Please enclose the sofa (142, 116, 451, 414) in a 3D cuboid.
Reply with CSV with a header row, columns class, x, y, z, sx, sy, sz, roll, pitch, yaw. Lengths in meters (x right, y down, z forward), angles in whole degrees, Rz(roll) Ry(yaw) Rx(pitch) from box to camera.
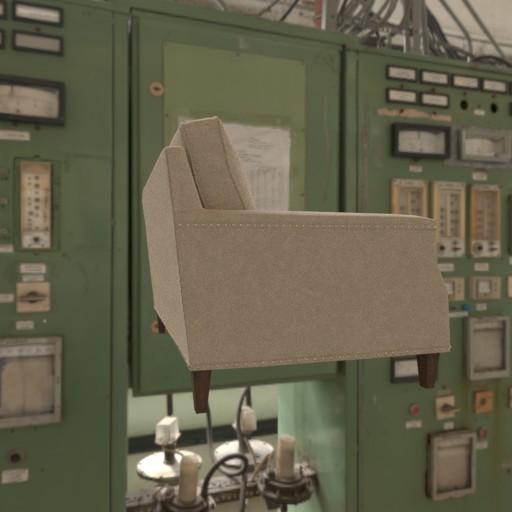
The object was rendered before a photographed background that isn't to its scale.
class,x,y,z,sx,sy,sz,roll,pitch,yaw
sofa,0.000,0.000,2.259,1.084,1.002,1.597,0,1,-17
